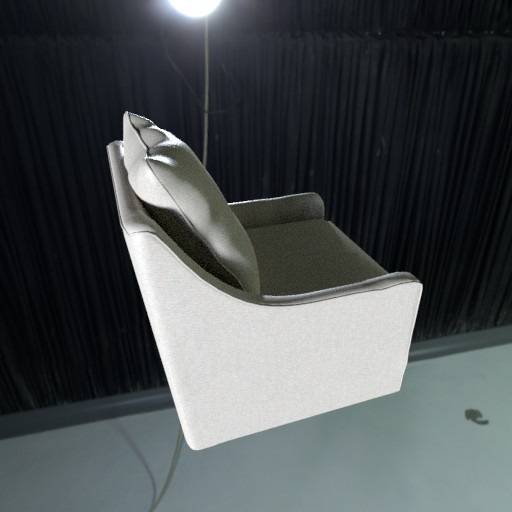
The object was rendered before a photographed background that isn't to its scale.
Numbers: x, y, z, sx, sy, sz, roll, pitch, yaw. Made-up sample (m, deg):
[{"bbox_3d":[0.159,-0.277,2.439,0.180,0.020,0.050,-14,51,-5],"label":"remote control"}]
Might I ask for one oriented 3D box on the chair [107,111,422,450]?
[{"bbox_3d":[0.000,0.000,1.575,0.876,0.942,0.760,-10,32,-16],"label":"chair"}]
